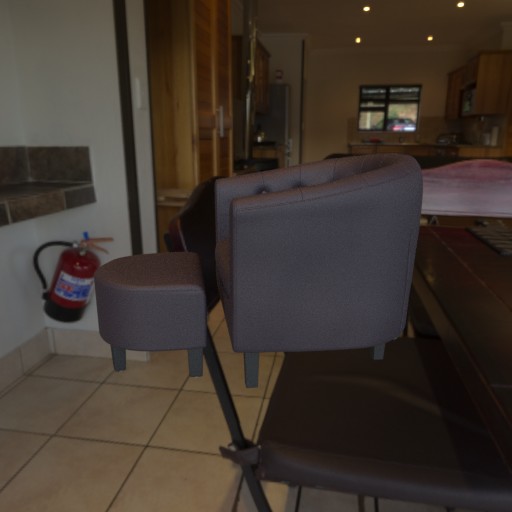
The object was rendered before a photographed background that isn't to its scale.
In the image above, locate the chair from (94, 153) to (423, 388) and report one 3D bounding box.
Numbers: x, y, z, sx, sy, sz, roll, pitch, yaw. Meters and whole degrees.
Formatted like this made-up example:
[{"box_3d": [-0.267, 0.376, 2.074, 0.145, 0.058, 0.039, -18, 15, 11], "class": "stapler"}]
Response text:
[{"box_3d": [0.000, 0.000, 1.696, 1.191, 0.760, 0.763, -2, 15, -9], "class": "chair"}]
